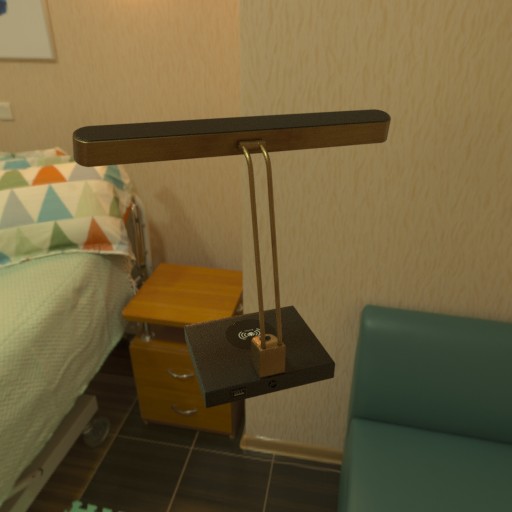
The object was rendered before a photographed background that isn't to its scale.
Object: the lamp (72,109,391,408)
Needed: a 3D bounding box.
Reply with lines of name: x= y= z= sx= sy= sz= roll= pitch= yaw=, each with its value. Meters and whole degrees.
lamp: x=0.000 y=0.000 z=0.591 sx=0.412 sy=0.345 sz=0.156 roll=-8 pitch=28 yaw=-16
